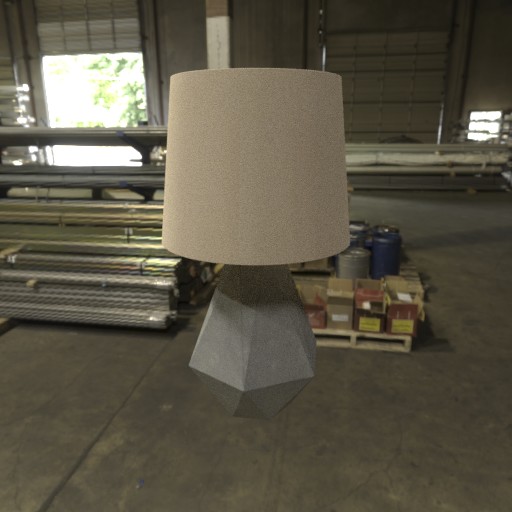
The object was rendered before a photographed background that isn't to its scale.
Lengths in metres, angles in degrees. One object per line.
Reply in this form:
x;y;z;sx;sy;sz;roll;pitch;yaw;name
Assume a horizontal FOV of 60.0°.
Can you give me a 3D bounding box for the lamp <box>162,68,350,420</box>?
0.000;0.000;0.671;0.276;0.501;0.276;0;16;0;lamp
